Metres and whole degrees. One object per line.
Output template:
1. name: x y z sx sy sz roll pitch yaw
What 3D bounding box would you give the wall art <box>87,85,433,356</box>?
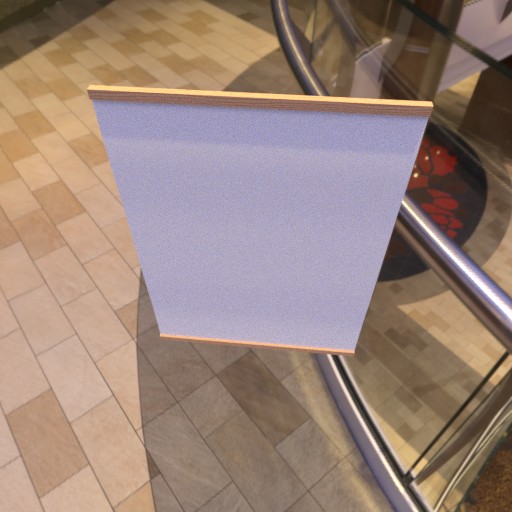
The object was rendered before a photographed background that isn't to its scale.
1. wall art: 0.000 0.000 1.322 0.739 1.016 0.020 4 48 4
